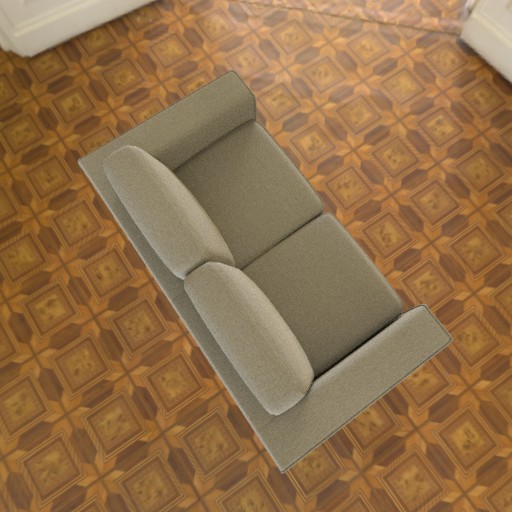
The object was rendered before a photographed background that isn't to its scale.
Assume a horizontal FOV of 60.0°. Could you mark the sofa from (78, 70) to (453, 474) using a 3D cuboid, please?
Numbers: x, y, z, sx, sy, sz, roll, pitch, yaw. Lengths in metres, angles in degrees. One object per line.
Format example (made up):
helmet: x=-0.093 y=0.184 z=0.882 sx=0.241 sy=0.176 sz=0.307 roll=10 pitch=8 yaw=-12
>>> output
sofa: x=0.000 y=0.000 z=2.367 sx=1.007 sy=0.924 sz=1.812 roll=-34 pitch=77 yaw=-9
